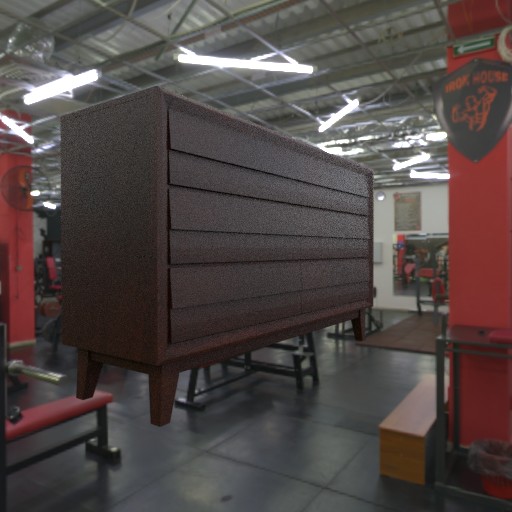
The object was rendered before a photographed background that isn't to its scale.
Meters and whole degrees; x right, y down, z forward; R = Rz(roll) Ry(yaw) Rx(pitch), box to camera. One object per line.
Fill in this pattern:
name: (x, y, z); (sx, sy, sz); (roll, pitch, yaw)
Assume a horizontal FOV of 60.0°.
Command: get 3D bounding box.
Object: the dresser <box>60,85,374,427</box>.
dresser: (0.000, 0.000, 2.032); (0.499, 0.971, 1.609); (1, 1, 36)
